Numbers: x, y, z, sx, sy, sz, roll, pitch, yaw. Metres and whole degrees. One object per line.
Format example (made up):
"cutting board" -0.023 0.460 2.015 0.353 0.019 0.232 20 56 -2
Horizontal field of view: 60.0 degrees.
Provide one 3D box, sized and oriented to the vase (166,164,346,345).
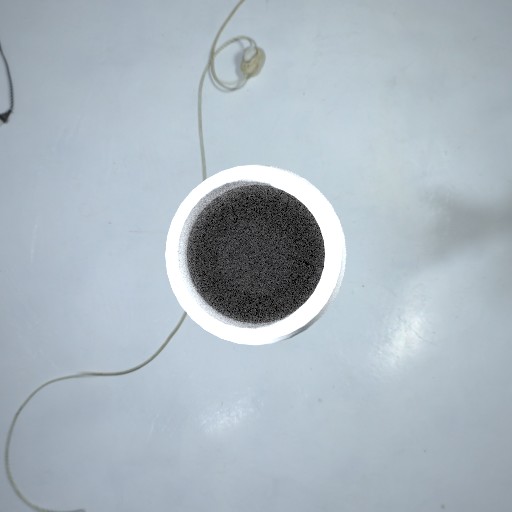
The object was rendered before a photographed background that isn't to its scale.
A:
"vase" 0.000 0.000 0.380 0.137 0.307 0.137 0 89 0
